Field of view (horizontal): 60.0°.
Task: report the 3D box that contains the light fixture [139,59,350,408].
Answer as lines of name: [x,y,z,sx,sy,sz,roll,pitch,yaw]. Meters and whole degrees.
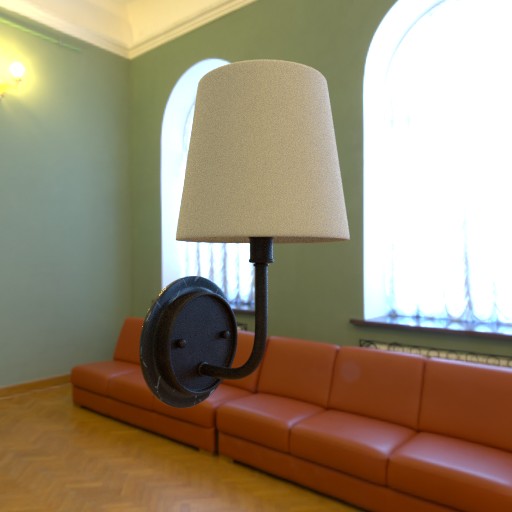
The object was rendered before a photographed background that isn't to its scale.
light fixture: [0.000,0.000,0.447,0.188,0.337,0.168,0,-1,37]
